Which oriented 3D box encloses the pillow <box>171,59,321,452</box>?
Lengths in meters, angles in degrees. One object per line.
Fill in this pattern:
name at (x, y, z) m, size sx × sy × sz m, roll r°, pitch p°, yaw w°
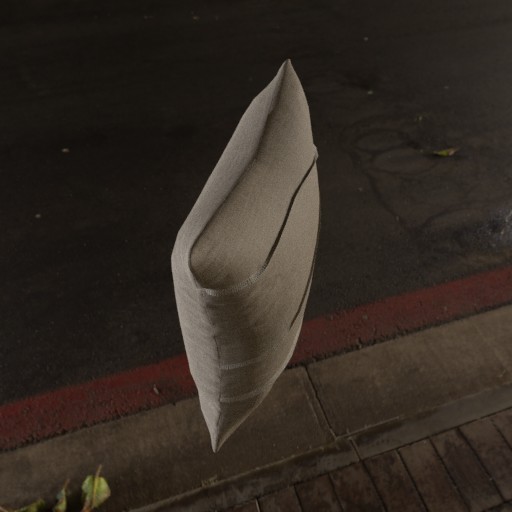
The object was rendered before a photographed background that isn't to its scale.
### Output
pillow at (0.000, 0.000, 0.634) m, size 0.169 × 0.400 × 0.424 m, roll 10°, pitch 47°, yaw 10°
